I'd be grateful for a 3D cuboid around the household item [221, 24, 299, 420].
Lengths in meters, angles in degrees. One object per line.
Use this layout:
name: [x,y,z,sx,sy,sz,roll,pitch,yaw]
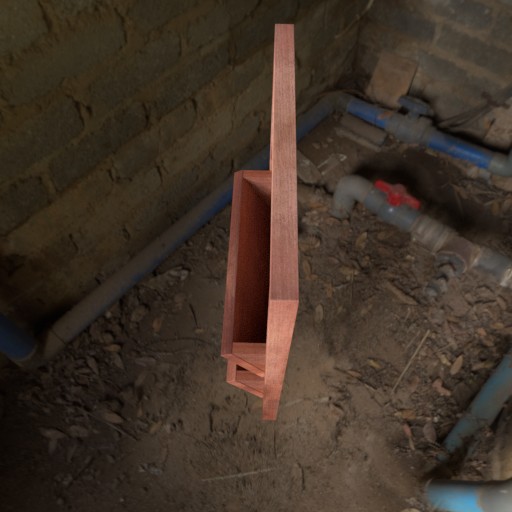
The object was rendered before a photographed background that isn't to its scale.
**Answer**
household item: [0.000,0.000,0.546,0.067,0.407,0.310,2,59,1]
